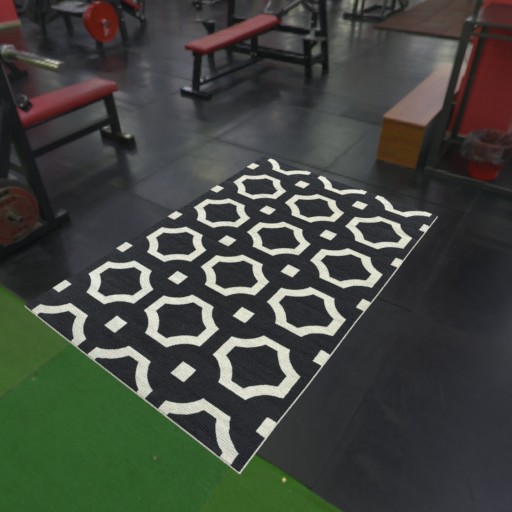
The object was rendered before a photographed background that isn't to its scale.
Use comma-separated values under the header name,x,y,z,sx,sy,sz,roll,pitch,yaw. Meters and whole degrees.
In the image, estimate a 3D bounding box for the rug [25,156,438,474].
name,x,y,z,sx,sy,sz,roll,pitch,yaw
rug,0.000,0.000,2.843,1.555,0.016,2.286,26,46,28
